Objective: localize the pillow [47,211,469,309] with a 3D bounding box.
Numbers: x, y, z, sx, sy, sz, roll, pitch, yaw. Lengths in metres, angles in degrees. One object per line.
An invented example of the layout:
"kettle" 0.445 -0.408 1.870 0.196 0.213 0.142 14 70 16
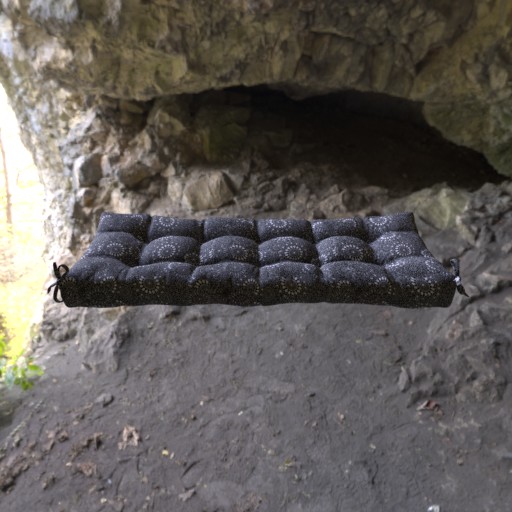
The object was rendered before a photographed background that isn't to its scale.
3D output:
"pillow" 0.000 0.000 1.396 1.194 0.174 0.511 0 30 0
